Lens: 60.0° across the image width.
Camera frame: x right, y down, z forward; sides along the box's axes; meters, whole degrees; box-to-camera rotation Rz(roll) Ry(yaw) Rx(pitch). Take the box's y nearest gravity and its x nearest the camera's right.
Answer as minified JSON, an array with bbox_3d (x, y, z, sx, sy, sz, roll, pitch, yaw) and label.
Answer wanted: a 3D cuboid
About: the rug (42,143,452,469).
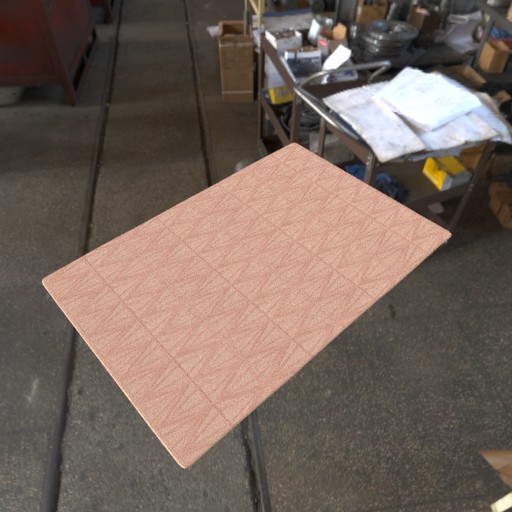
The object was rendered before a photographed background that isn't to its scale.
[{"bbox_3d":[0.000,0.000,3.056,2.390,0.015,1.609,-34,56,-27],"label":"rug"}]
